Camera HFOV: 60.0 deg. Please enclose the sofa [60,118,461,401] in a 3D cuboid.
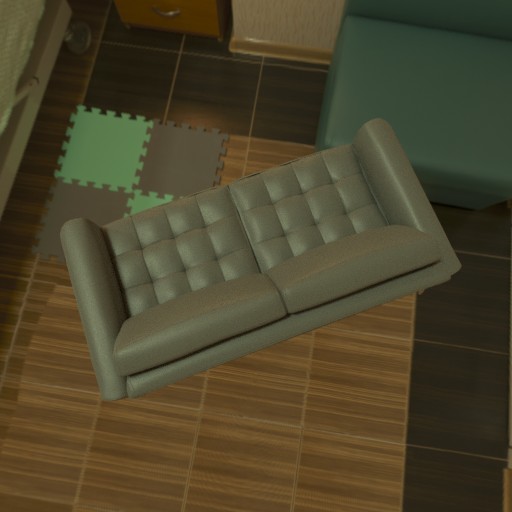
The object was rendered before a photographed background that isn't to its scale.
[{"bbox_3d":[0.000,0.000,2.721,2.177,0.930,1.121,-19,76,-5],"label":"sofa"}]
